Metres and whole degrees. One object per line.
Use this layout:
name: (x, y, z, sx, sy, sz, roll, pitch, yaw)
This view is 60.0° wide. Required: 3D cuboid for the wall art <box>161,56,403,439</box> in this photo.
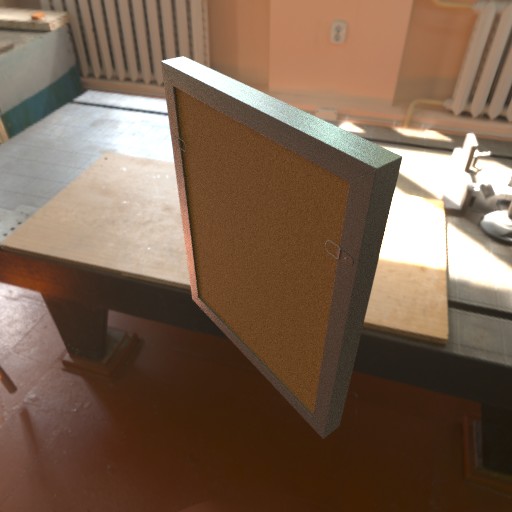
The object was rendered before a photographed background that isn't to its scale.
wall art: (0.000, 0.000, 0.530, 0.030, 0.379, 0.308, -27, 47, -28)
